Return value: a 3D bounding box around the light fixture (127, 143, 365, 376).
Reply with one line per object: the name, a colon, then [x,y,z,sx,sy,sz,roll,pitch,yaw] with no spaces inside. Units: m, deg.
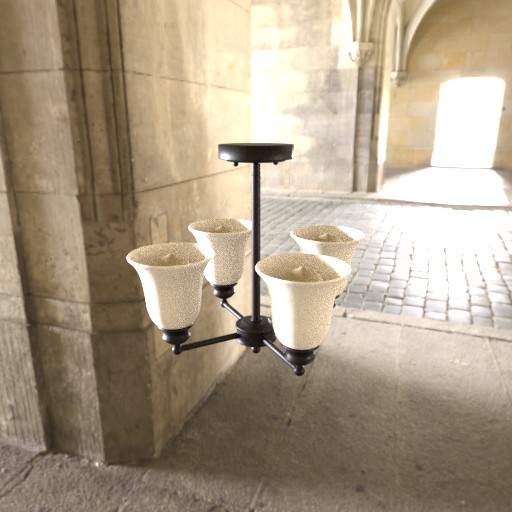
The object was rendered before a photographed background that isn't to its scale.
light fixture: [0.000,0.000,1.893,1.069,0.925,1.069,-8,19,-26]
